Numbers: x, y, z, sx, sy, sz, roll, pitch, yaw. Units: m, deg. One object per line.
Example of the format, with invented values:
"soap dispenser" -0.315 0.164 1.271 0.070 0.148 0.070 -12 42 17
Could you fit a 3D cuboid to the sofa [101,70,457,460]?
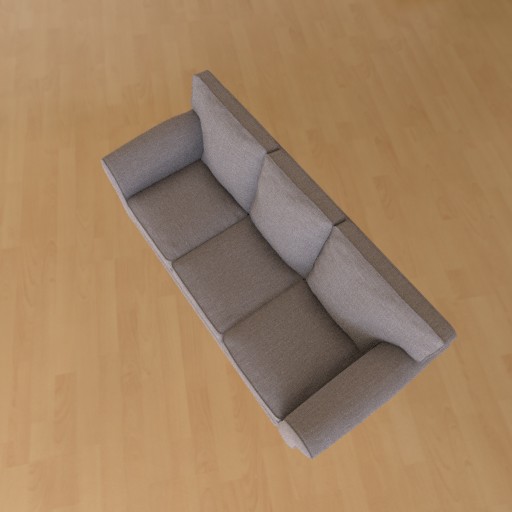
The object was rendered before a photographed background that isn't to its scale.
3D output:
"sofa" 0.000 0.000 2.591 0.916 0.961 2.084 -33 68 -15
